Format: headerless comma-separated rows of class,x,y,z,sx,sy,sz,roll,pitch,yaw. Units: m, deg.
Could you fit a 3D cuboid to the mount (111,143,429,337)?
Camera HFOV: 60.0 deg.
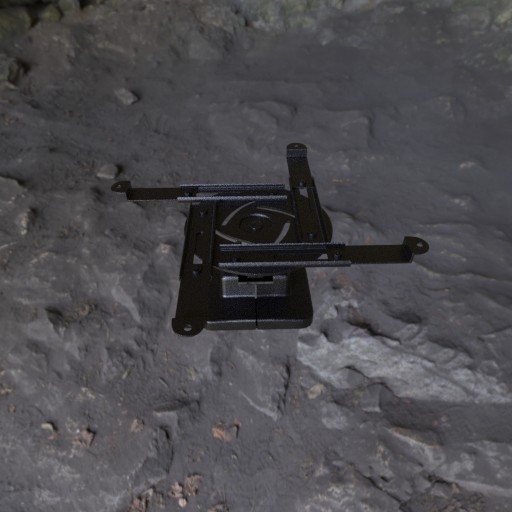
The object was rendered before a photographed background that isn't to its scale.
mount,0.000,0.000,0.604,0.394,0.141,0.394,-1,40,-1
